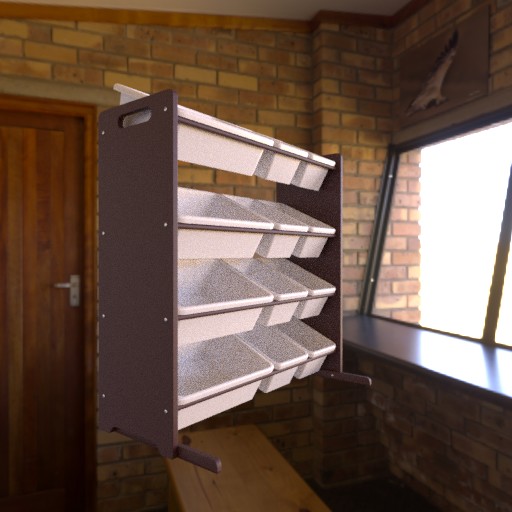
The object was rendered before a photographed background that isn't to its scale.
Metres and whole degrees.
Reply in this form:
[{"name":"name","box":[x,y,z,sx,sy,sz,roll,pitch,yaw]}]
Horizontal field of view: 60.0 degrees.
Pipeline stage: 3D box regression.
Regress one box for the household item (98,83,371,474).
[{"name":"household item","box":[0.000,0.000,1.297,0.389,0.864,0.787,0,0,38]}]
